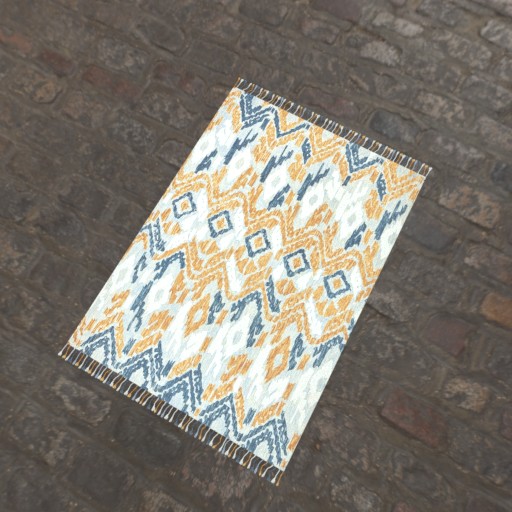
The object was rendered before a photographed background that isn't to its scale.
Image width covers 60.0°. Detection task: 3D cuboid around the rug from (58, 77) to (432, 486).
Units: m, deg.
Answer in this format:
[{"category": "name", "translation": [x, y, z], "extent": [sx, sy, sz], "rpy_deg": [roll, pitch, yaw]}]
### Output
[{"category": "rug", "translation": [0.000, 0.000, 2.314], "extent": [1.230, 0.008, 1.827], "rpy_deg": [28, 76, 7]}]
